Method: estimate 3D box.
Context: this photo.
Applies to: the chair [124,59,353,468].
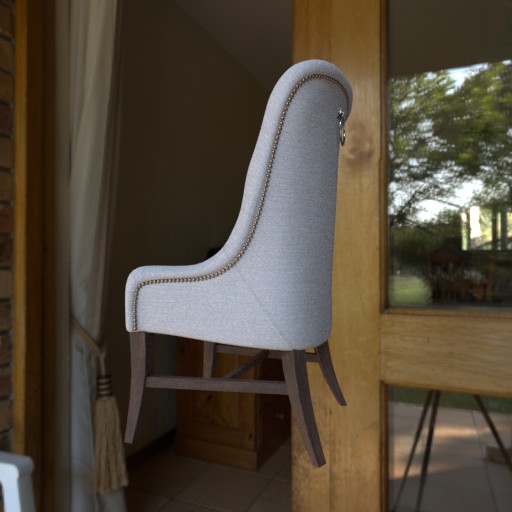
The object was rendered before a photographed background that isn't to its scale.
[{"bbox_3d":[0.000,0.000,1.474,0.629,1.091,0.634,0,0,18],"label":"chair"}]
